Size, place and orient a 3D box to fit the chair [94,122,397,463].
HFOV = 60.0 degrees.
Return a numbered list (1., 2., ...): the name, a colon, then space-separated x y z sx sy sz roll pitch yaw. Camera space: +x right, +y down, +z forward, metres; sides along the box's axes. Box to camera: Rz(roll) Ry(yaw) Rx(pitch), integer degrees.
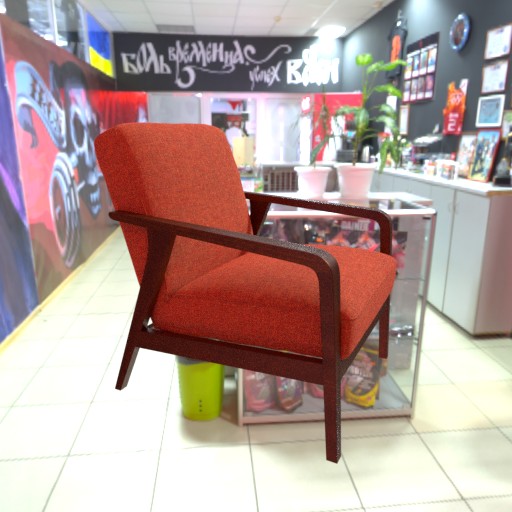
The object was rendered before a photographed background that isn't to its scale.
1. chair: 0.000 0.000 1.533 0.860 0.890 0.719 8 17 26
